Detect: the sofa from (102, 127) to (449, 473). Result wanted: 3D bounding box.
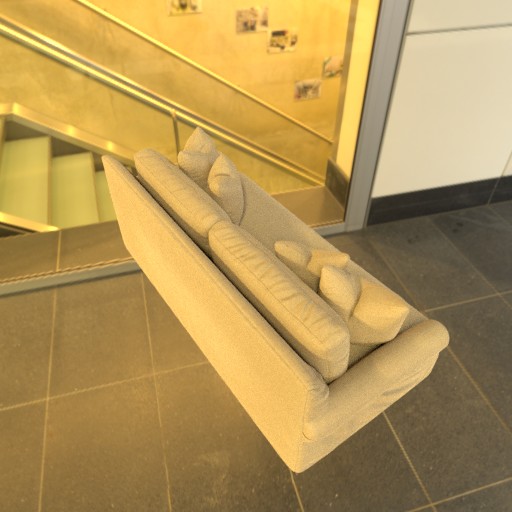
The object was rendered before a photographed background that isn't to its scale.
[{"bbox_3d":[0.000,0.000,2.790,1.067,0.904,2.285,-25,48,-25],"label":"sofa"}]
